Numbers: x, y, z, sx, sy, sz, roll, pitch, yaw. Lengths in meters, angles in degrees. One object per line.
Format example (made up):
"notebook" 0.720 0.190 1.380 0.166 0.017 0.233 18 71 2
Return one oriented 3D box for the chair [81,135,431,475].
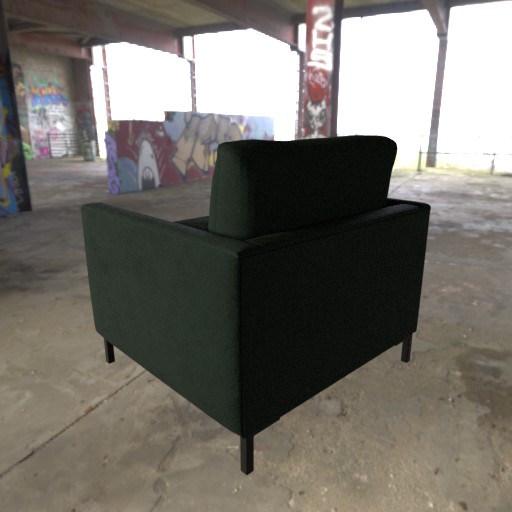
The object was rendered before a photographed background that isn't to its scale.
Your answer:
"chair" 0.000 0.000 1.632 0.963 0.861 0.866 -15 22 -41
